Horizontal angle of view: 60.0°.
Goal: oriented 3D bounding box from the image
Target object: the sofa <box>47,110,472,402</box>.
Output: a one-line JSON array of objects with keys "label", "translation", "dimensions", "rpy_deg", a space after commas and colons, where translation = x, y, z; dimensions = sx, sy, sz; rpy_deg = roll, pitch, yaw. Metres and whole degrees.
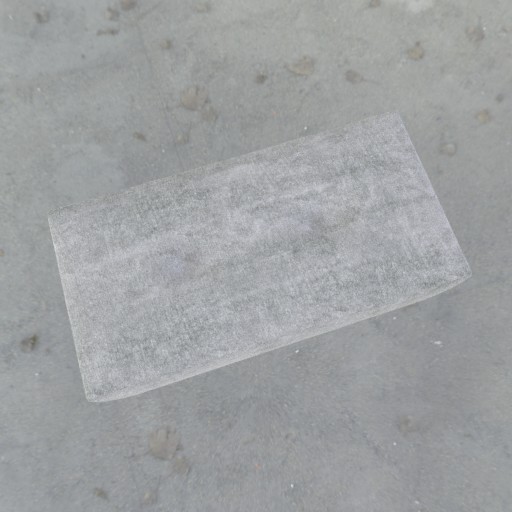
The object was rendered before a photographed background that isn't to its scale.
[{"label": "sofa", "translation": [0.000, 0.000, 1.161], "dimensions": [0.930, 0.330, 0.480], "rpy_deg": [-17, 76, -5]}]
